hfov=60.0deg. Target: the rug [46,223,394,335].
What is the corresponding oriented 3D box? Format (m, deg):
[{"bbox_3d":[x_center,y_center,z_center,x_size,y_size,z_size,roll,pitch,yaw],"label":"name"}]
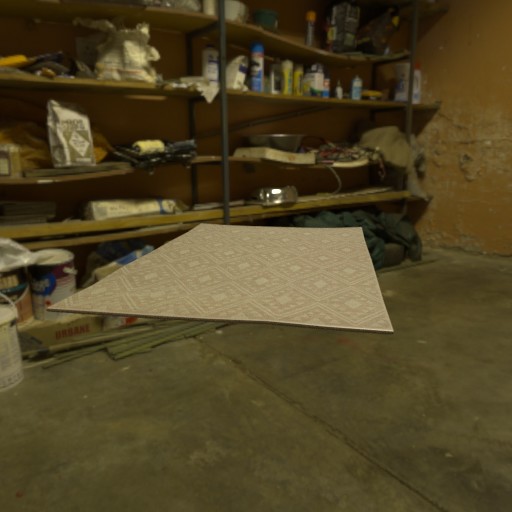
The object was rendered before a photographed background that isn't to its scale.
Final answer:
[{"bbox_3d":[0.000,0.000,3.066,1.553,0.053,2.430,2,13,10],"label":"rug"}]
